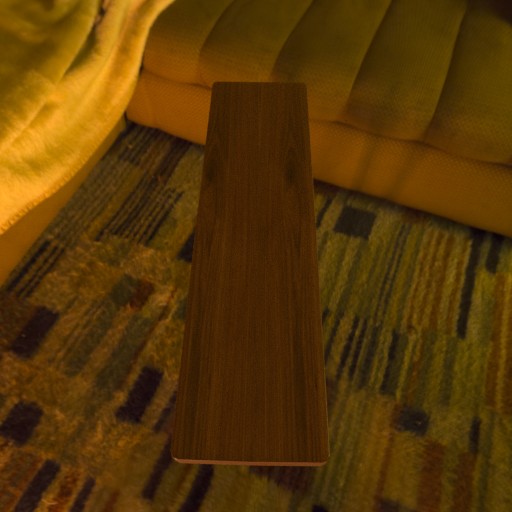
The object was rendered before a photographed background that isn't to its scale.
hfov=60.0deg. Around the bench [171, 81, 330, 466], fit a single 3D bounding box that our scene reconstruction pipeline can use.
[{"bbox_3d":[0.000,0.000,1.776,0.425,0.462,1.570,1,58,1],"label":"bench"}]
